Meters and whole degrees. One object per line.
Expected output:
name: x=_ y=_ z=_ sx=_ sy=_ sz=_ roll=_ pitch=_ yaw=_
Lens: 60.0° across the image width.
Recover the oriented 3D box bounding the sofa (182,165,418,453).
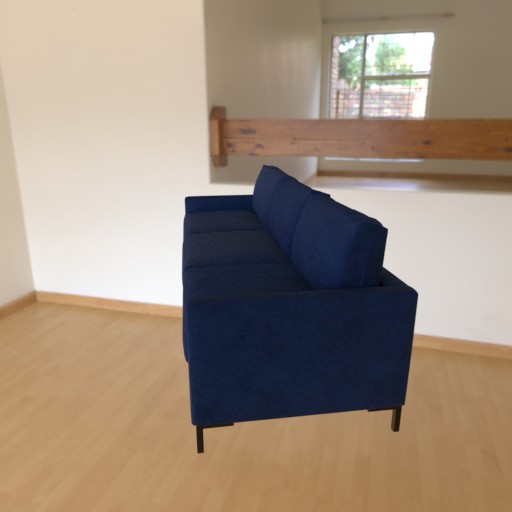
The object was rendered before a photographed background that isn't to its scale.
sofa: x=0.000 y=0.000 z=2.651 sx=0.875 sy=0.879 sz=2.252 roll=-3 pitch=17 yaw=-8
